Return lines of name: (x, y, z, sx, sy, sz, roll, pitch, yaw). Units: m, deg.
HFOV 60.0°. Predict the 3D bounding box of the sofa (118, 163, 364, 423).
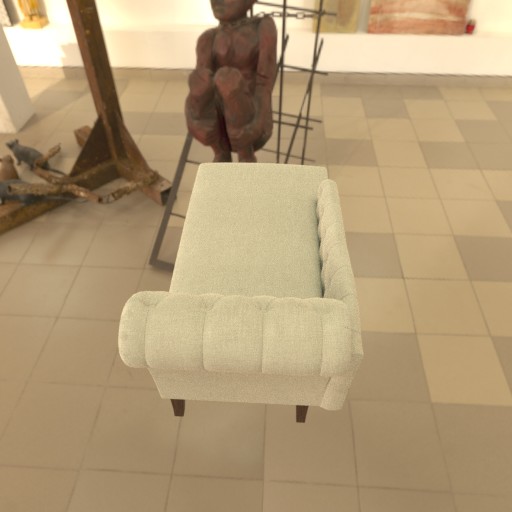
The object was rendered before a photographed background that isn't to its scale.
sofa: (0.000, 0.000, 1.813, 0.675, 0.787, 1.379, 2, 46, 2)
